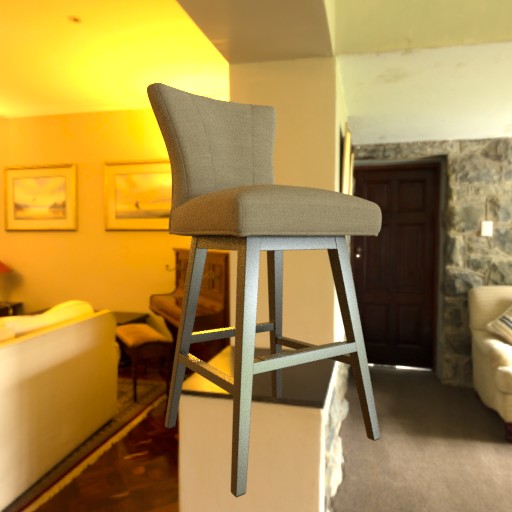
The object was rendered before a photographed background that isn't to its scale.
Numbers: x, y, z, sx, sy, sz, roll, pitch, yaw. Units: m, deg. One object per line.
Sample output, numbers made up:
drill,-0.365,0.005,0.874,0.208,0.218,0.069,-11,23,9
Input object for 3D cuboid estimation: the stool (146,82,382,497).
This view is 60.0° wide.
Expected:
stool,0.000,0.000,1.372,0.514,1.086,0.574,-2,3,-36
